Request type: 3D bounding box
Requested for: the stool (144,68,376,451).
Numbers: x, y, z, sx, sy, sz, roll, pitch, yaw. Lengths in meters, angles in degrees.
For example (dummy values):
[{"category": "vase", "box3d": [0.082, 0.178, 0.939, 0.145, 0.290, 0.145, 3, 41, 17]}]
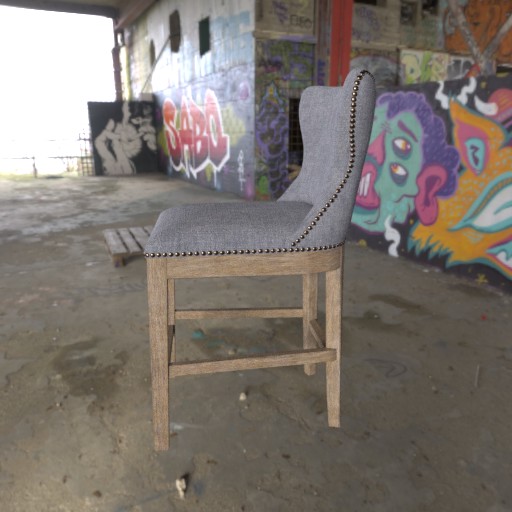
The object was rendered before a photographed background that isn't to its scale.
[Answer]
[{"category": "stool", "box3d": [0.000, 0.000, 1.307, 0.608, 0.981, 0.498, -2, 16, -7]}]
